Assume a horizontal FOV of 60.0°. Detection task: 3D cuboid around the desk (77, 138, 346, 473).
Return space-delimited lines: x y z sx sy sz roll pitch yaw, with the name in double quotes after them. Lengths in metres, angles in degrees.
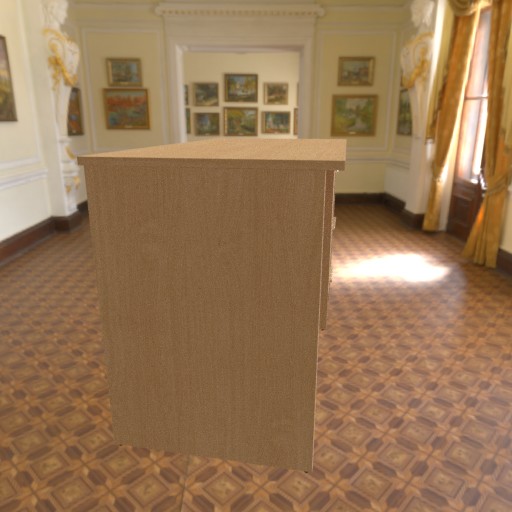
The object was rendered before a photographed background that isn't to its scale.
0.000 0.000 1.510 0.560 0.735 1.097 3 17 11 "desk"
